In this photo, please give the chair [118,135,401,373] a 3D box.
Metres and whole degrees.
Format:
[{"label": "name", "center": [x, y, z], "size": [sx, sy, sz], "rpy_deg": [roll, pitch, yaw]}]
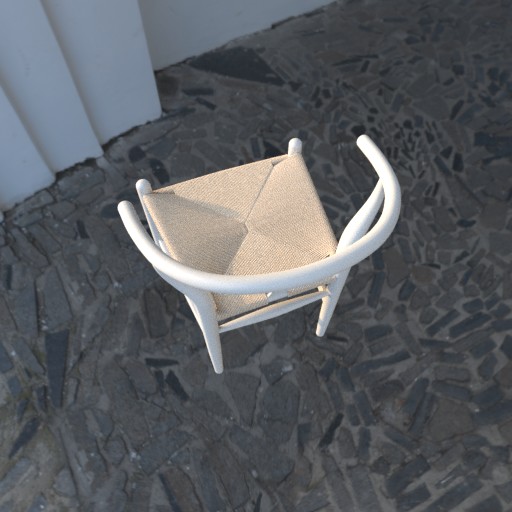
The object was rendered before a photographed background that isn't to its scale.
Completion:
[{"label": "chair", "center": [0.000, 0.000, 1.169], "size": [0.569, 0.730, 0.579], "rpy_deg": [-18, 59, -11]}]
